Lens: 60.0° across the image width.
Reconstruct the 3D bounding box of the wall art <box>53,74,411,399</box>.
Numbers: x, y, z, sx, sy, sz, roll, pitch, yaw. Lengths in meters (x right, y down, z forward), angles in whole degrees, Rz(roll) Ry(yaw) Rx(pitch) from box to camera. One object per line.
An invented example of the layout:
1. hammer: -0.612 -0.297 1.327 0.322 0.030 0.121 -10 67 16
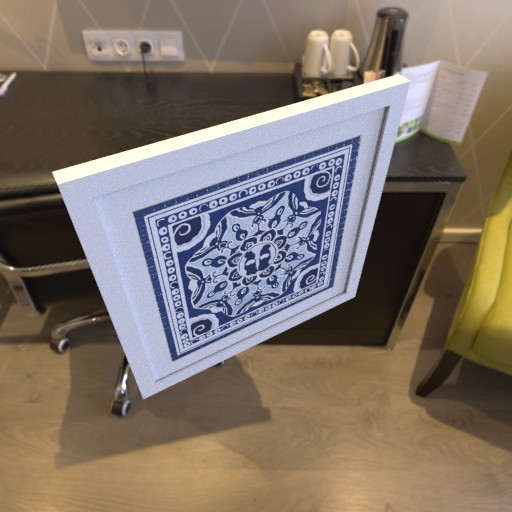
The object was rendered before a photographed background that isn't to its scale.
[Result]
1. wall art: 0.000 0.000 0.833 0.559 0.559 0.028 -22 50 -20
